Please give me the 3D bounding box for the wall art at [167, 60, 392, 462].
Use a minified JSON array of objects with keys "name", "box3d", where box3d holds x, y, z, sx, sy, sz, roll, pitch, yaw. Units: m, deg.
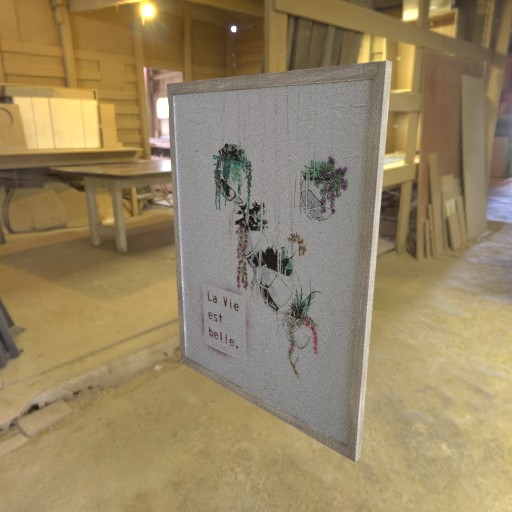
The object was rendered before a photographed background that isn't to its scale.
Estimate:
[{"name":"wall art","box3d":[0.000,0.000,1.346,0.781,1.022,0.035,15,22,41]}]
